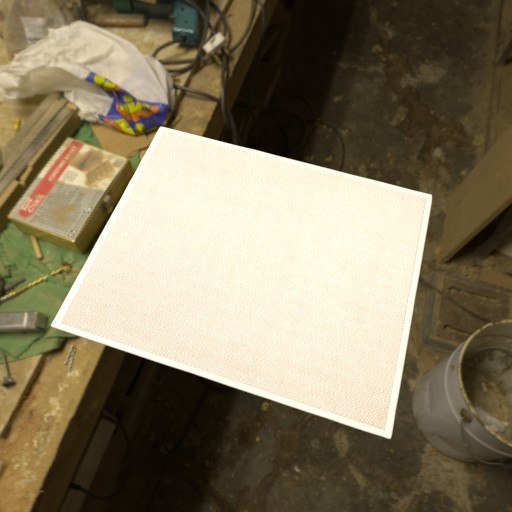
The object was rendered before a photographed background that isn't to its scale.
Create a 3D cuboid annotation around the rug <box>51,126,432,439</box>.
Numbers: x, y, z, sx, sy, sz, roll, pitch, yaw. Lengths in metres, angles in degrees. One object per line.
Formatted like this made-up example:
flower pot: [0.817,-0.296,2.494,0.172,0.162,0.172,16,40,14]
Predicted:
rug: [0.000,0.000,4.196,3.009,0.019,2.423,16,64,8]
